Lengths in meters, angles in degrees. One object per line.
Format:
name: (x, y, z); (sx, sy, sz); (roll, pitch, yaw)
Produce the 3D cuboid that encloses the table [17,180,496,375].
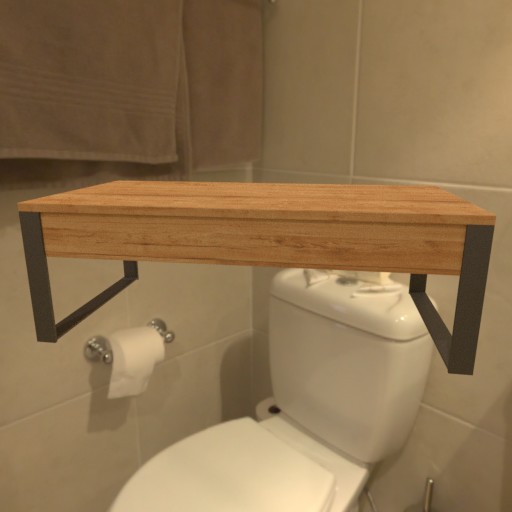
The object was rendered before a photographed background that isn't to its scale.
table: (0.000, 0.000, 1.411); (1.180, 0.400, 0.590); (2, 16, 9)
